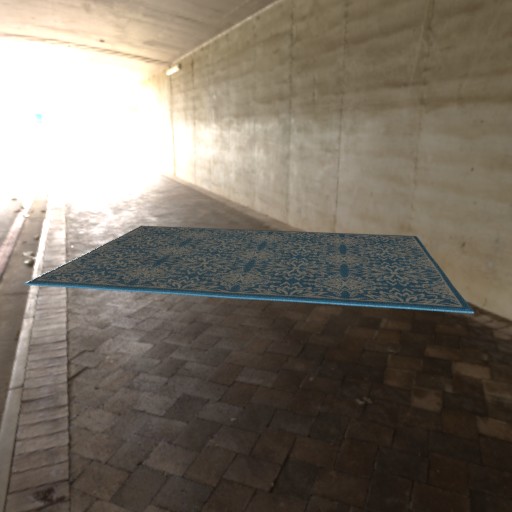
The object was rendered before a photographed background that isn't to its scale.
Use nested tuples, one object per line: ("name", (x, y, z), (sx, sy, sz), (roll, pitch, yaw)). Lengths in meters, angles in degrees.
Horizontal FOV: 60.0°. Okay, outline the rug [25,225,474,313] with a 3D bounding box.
("rug", (0.000, 0.000, 2.347), (1.833, 0.012, 1.211), (3, 16, 9))
